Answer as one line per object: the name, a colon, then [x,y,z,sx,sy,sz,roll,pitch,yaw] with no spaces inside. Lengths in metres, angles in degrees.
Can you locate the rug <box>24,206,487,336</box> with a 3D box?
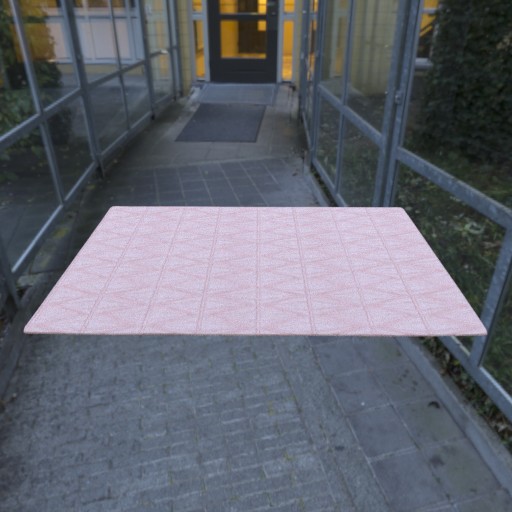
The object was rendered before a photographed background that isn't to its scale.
rug: [0.000,0.000,2.944,2.390,0.015,1.609,0,30,0]
